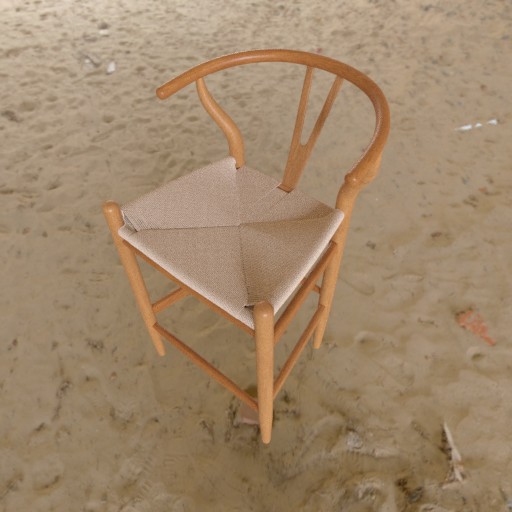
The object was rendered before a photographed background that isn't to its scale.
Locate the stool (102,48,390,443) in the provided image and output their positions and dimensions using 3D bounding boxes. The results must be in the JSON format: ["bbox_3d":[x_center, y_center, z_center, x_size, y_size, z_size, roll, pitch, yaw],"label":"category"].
[{"bbox_3d":[0.000,0.000,1.295,0.569,0.970,0.579,31,54,26],"label":"stool"}]
